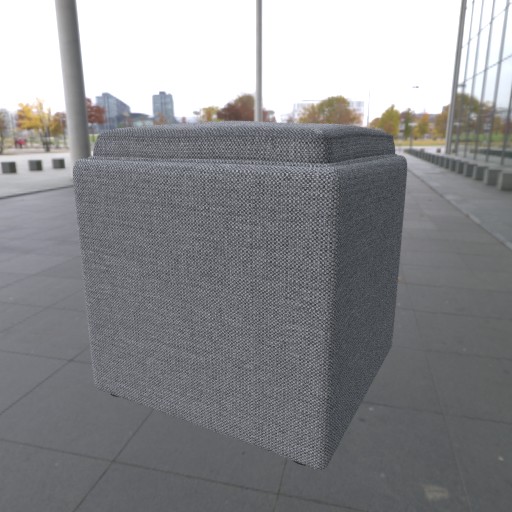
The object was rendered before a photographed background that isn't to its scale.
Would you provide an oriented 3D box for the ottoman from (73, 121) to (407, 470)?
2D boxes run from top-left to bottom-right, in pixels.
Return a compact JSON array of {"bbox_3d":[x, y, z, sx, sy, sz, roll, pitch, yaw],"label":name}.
[{"bbox_3d":[0.000,0.000,0.840,0.454,0.487,0.436,8,17,27],"label":"ottoman"}]
